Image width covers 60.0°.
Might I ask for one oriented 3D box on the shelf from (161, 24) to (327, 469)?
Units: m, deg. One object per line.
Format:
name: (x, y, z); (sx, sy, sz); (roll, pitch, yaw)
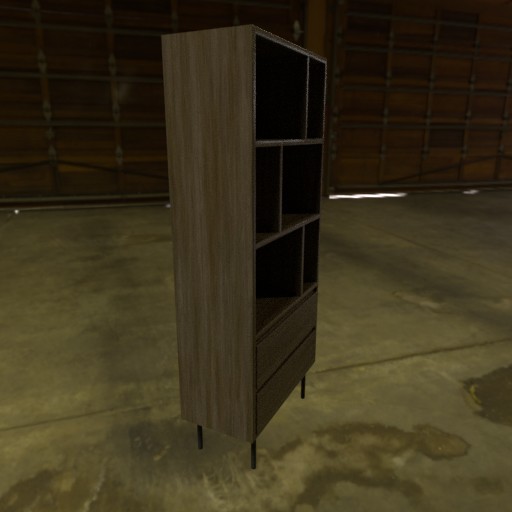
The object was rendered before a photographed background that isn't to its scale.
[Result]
shelf: (0.000, 0.000, 1.798); (0.323, 1.545, 0.670); (8, 17, 26)
